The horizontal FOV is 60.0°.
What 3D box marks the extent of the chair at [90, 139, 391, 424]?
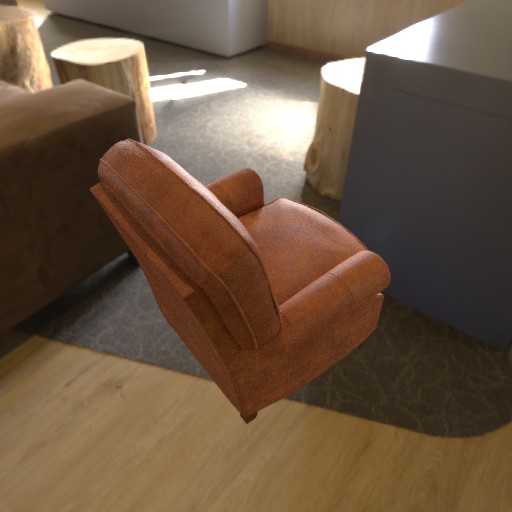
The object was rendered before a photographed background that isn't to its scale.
[{"bbox_3d":[0.000,0.000,1.826,0.986,1.018,0.936,-26,47,-27],"label":"chair"}]
